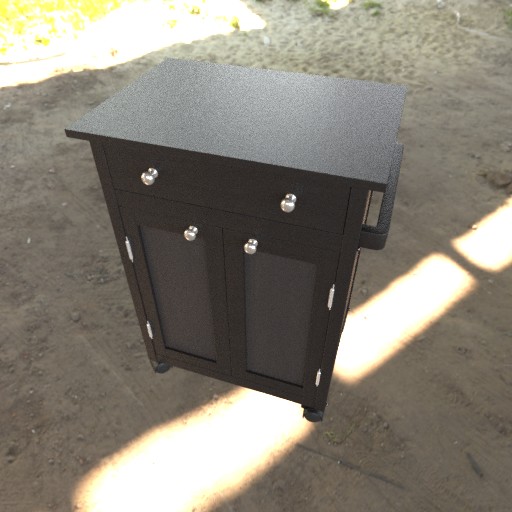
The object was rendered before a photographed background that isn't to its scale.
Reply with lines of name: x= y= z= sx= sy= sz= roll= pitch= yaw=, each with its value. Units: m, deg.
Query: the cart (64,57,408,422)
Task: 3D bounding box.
cart: x=0.000 y=0.000 z=1.263 sx=0.660 sy=0.879 sz=0.456 roll=13 pitch=43 yaw=14
